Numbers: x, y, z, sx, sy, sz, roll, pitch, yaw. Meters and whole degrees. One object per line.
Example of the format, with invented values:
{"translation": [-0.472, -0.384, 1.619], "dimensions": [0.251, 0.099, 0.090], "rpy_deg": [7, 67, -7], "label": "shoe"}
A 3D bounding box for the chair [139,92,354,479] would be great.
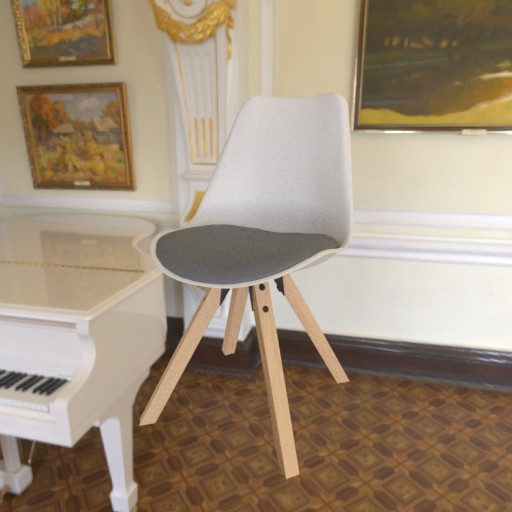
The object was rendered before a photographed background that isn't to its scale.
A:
{"translation": [0.000, 0.000, 1.183], "dimensions": [0.485, 0.850, 0.550], "rpy_deg": [8, 17, 25], "label": "chair"}
